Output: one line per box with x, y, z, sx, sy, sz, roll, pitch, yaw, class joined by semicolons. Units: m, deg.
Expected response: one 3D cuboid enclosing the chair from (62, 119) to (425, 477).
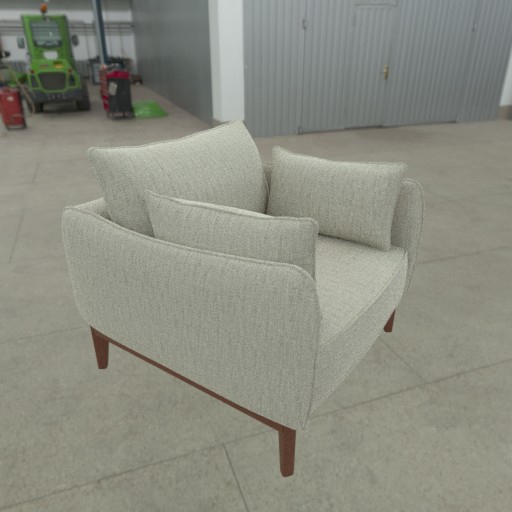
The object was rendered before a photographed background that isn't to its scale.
0.000;0.000;1.667;0.991;0.855;0.994;17;31;30;chair
